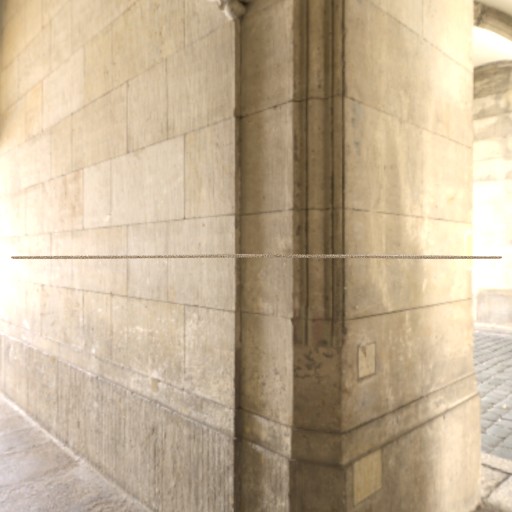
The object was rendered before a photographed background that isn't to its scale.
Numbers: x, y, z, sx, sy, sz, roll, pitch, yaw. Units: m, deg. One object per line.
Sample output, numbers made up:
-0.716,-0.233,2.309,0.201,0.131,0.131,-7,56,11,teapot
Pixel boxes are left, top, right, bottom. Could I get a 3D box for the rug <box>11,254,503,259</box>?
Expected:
0.000,0.000,2.222,1.820,0.022,1.179,0,0,0,rug
